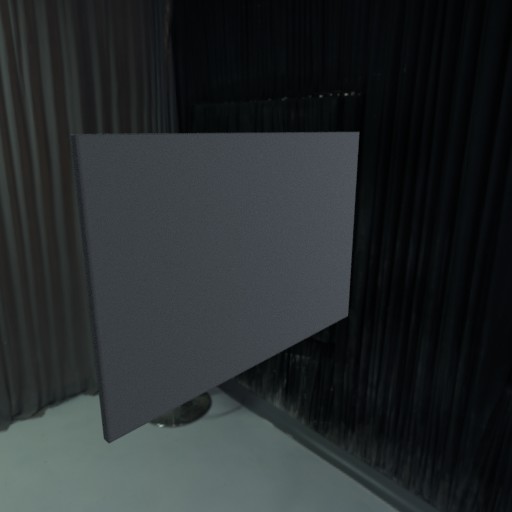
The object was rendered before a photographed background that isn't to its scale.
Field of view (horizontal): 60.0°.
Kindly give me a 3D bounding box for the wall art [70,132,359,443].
[{"bbox_3d":[0.000,0.000,1.231,0.964,0.659,0.049,-15,22,-42],"label":"wall art"}]
